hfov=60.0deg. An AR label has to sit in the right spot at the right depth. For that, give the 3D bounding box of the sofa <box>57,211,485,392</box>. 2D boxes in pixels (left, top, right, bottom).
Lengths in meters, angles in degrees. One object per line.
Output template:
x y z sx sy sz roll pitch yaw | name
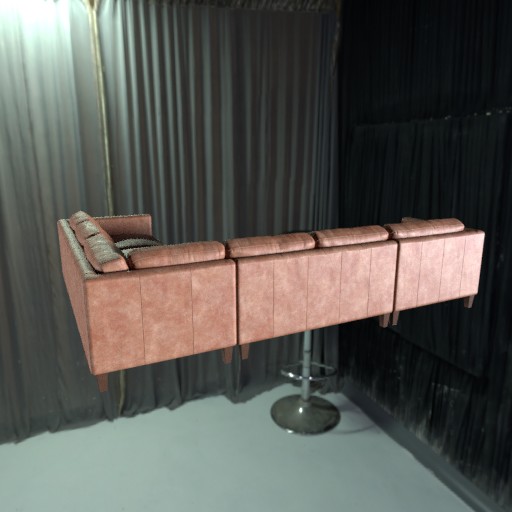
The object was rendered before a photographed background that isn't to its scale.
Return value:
0.000 0.000 4.356 3.401 0.832 2.430 -7 15 -26 | sofa
